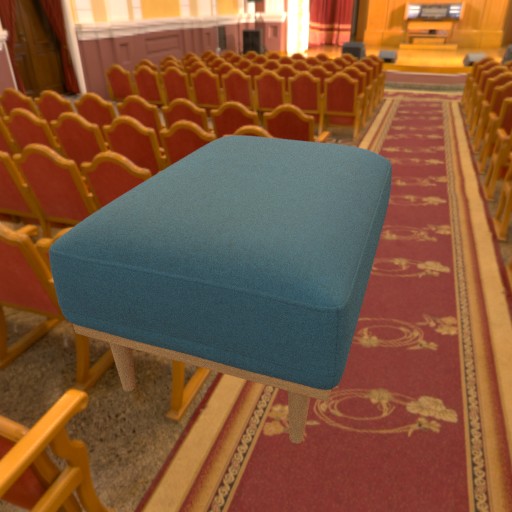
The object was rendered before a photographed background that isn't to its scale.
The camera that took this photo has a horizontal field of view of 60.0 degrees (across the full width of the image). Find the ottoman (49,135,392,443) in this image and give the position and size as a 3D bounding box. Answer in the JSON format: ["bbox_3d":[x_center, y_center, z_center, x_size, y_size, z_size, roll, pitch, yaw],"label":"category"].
[{"bbox_3d":[0.000,0.000,1.069,0.549,0.428,0.749,10,31,17],"label":"ottoman"}]
